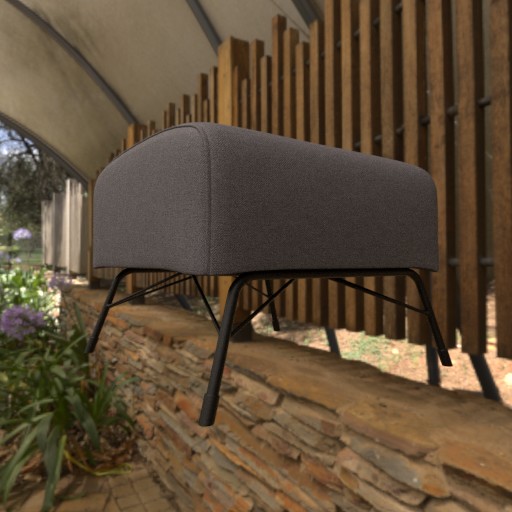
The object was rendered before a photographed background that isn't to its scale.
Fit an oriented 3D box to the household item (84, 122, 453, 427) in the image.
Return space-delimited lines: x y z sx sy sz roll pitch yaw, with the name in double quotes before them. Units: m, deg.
"household item" 0.000 0.000 0.888 0.530 0.410 0.530 1 -1 -36
